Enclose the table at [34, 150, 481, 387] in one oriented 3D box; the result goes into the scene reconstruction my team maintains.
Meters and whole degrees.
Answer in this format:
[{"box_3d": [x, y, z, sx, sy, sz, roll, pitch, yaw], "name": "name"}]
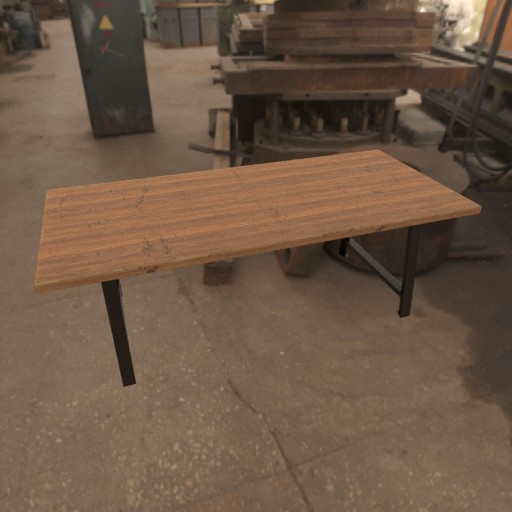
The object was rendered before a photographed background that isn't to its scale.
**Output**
[{"box_3d": [0.000, 0.000, 2.649, 2.200, 0.757, 1.000, -10, 33, -16], "name": "table"}]
